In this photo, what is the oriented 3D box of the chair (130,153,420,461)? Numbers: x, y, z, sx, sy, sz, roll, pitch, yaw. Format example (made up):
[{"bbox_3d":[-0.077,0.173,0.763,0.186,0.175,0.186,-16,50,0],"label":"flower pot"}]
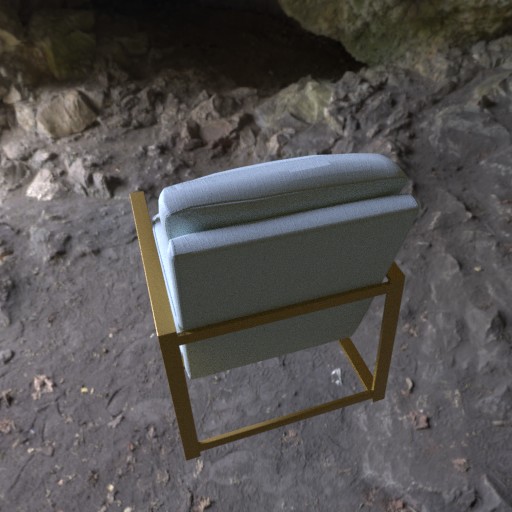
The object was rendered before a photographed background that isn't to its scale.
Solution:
[{"bbox_3d":[0.000,0.000,1.552,0.758,0.956,0.813,-12,43,-13],"label":"chair"}]
